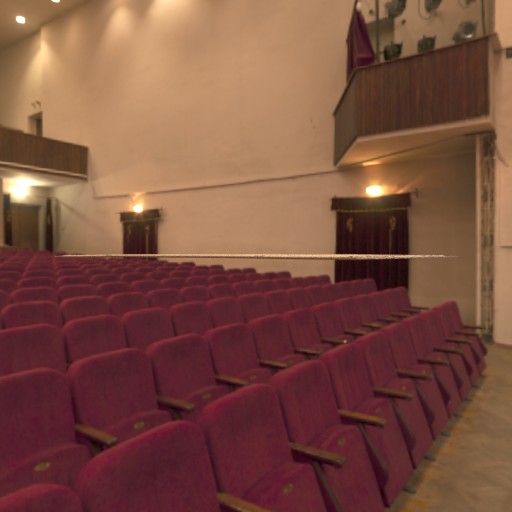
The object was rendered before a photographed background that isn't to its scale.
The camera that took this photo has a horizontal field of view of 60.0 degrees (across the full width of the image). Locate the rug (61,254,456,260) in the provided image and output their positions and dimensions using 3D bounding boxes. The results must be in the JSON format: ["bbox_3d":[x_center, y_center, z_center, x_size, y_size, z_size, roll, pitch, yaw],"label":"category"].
[{"bbox_3d":[0.000,0.000,4.054,3.027,0.028,2.125,0,0,35],"label":"rug"}]
